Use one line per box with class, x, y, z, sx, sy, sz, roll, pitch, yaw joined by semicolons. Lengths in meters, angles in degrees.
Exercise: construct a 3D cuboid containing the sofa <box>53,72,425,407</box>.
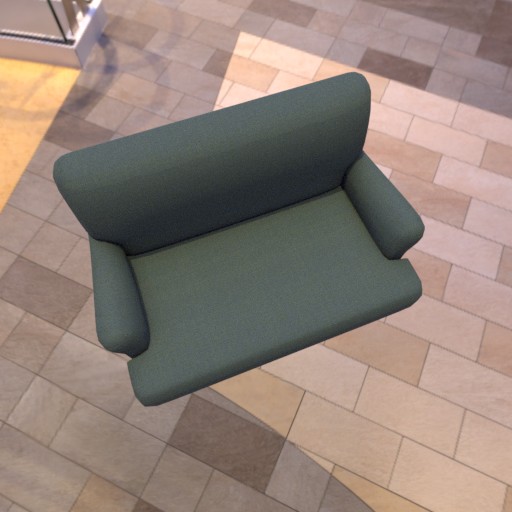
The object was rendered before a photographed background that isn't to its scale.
sofa;0.000;0.000;1.799;1.297;0.889;0.779;-19;65;-9
